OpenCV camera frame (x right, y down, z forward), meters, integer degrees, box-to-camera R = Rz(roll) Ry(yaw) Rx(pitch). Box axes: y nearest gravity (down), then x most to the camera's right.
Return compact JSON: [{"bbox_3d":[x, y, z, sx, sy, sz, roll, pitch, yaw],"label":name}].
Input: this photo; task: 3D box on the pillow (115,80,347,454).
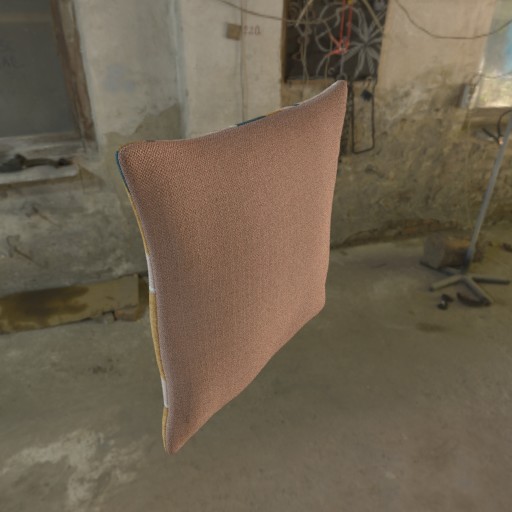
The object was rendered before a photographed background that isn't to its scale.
[{"bbox_3d":[0.000,0.000,0.716,0.158,0.479,0.478,21,37,31],"label":"pillow"}]
